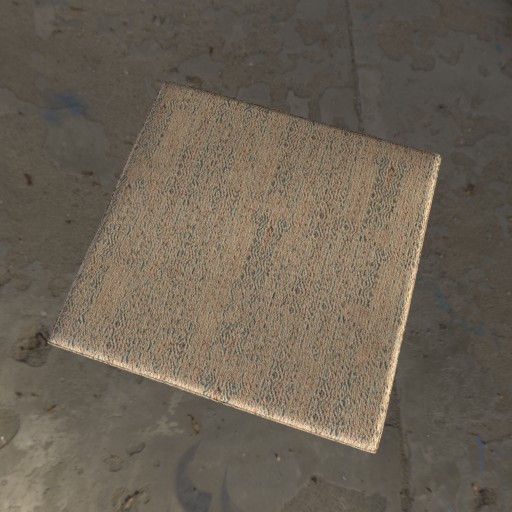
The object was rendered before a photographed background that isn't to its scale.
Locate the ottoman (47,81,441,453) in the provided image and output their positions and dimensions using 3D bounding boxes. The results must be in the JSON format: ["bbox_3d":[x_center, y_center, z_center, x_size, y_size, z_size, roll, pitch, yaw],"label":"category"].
[{"bbox_3d":[0.000,0.000,1.518,1.004,0.356,0.968,17,74,5],"label":"ottoman"}]
